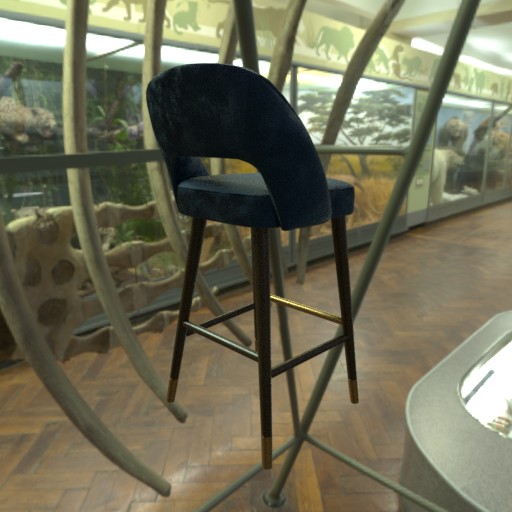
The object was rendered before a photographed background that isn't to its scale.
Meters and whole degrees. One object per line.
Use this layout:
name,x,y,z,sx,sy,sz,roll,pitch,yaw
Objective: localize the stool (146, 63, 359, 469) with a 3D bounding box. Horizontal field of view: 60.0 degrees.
stool,0.000,0.000,1.329,0.514,1.016,0.515,14,20,43
